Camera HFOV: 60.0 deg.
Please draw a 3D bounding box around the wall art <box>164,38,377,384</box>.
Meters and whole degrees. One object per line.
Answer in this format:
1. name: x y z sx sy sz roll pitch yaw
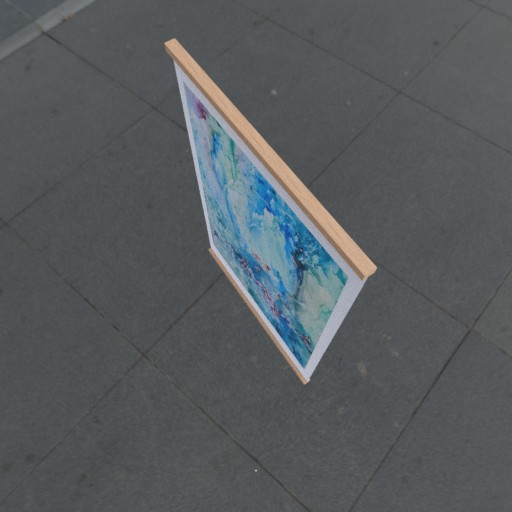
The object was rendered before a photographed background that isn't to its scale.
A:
1. wall art: 0.000 0.000 0.783 0.016 0.611 0.401 -32 68 -14
